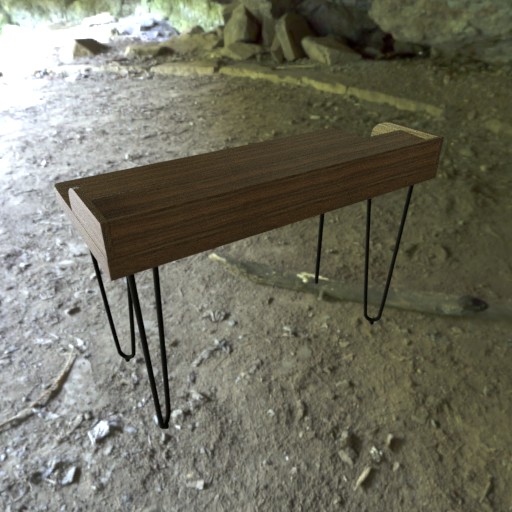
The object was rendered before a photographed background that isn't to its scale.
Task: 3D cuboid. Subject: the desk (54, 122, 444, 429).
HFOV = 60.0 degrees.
[{"bbox_3d":[0.000,0.000,1.679,1.200,0.854,0.565,-19,36,-28],"label":"desk"}]
